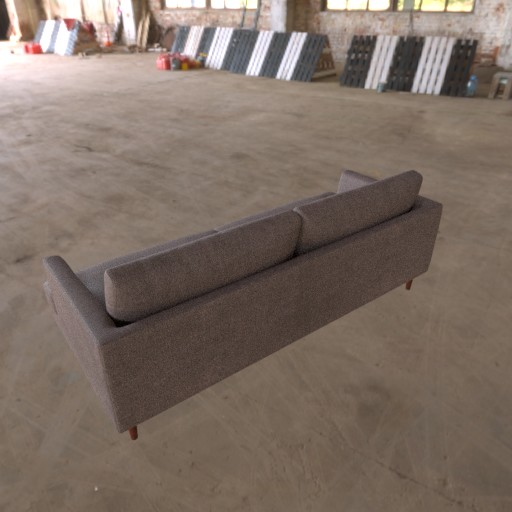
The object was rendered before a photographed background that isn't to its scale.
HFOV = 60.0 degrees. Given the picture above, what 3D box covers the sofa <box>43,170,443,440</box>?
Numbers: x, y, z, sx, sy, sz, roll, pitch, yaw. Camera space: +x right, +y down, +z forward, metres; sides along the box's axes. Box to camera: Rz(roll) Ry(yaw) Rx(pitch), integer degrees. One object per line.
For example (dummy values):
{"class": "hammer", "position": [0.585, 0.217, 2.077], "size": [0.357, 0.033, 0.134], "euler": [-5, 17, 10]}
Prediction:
{"class": "sofa", "position": [0.000, 0.000, 2.701], "size": [2.250, 0.868, 1.020], "euler": [-21, 36, -31]}
